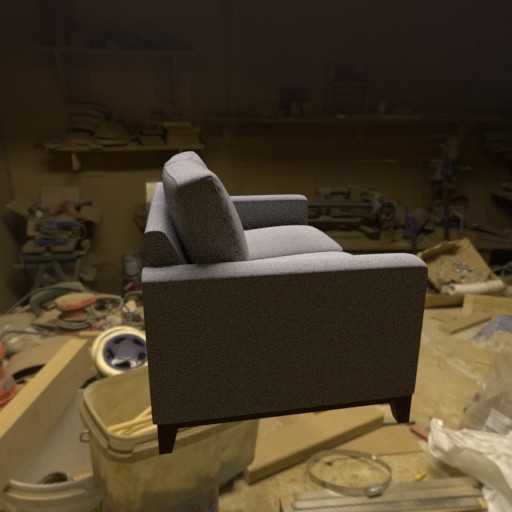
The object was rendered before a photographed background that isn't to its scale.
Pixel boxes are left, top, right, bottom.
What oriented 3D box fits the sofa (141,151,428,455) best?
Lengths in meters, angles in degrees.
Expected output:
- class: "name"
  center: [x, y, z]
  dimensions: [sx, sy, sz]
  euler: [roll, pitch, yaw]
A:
- class: "sofa"
  center: [0.000, 0.000, 2.019]
  dimensions: [0.917, 0.873, 1.420]
  euler: [-3, 17, -10]
